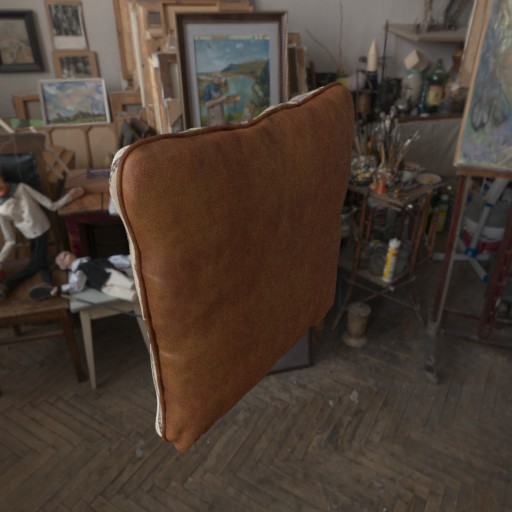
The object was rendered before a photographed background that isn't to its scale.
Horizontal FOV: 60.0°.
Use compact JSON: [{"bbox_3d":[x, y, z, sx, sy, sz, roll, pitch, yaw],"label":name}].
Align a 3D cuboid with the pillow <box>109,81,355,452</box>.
[{"bbox_3d":[0.000,0.000,0.731,0.130,0.490,0.489,22,38,31],"label":"pillow"}]
